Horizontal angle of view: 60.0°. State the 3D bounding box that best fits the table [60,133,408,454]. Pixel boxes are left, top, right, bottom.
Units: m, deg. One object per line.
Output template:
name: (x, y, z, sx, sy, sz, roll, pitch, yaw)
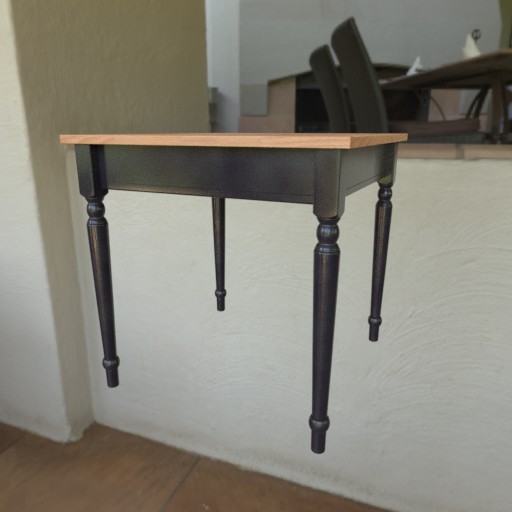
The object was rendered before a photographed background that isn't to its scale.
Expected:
table: (0.000, 0.000, 1.392, 0.747, 0.738, 0.747, 8, 18, 25)
